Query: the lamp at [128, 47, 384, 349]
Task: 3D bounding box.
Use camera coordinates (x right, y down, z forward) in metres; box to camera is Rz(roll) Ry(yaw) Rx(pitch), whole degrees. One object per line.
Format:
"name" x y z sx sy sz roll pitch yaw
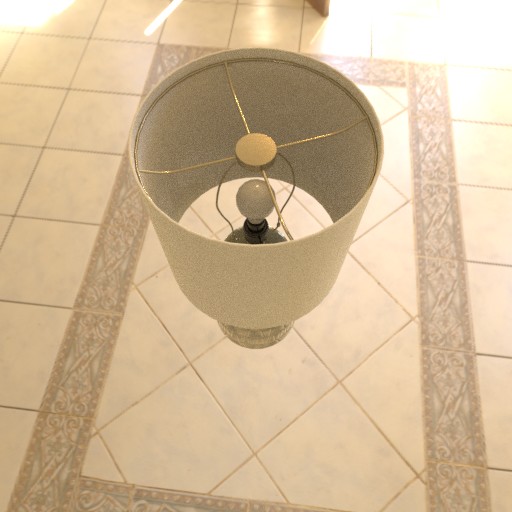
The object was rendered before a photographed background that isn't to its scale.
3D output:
"lamp" 0.000 0.000 0.571 0.211 0.455 0.211 -2 64 -1
